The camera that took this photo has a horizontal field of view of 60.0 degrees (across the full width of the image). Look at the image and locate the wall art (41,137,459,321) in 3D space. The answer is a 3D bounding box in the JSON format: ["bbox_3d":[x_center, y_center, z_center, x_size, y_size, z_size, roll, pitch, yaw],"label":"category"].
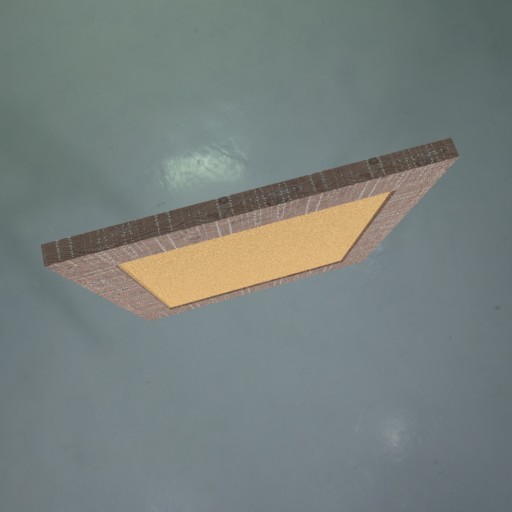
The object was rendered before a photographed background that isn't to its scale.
[{"bbox_3d":[0.000,0.000,0.805,0.531,0.531,0.029,-15,75,-4],"label":"wall art"}]
